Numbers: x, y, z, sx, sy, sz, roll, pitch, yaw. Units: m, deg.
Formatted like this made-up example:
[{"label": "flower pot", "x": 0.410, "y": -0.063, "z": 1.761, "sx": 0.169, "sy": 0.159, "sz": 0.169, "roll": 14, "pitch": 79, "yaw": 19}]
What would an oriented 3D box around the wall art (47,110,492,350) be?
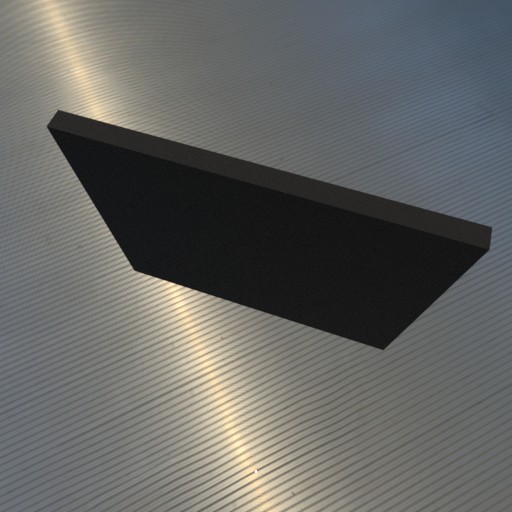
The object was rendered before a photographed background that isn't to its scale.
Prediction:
[{"label": "wall art", "x": 0.000, "y": 0.000, "z": 0.743, "sx": 0.558, "sy": 0.457, "sz": 0.031, "roll": 17, "pitch": 65, "yaw": 8}]
